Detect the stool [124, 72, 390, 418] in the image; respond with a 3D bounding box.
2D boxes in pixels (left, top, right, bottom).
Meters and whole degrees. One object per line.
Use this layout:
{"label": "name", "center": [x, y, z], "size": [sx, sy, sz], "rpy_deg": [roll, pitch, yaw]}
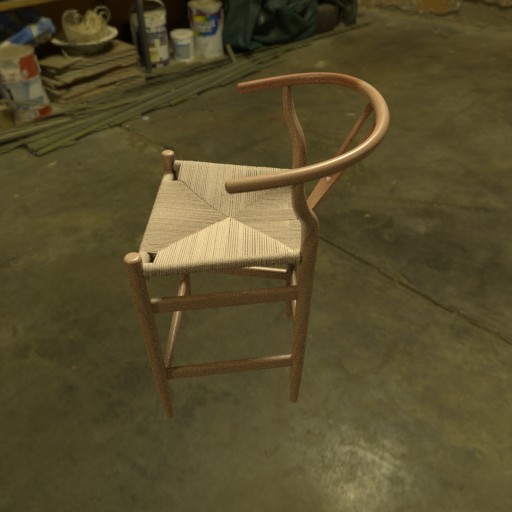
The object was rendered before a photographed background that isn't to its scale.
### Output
{"label": "stool", "center": [0.000, 0.000, 1.280], "size": [0.575, 0.923, 0.536], "rpy_deg": [0, 41, 0]}
